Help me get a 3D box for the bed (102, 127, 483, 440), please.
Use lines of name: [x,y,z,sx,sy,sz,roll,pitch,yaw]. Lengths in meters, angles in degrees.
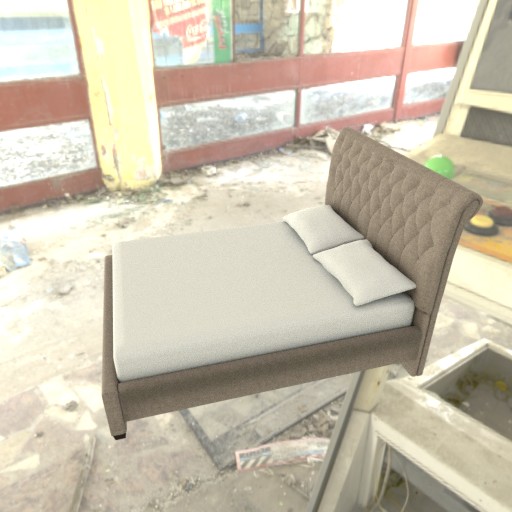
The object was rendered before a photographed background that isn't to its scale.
bed: [0.000,0.000,3.269,2.252,1.371,1.645,-8,31,-14]
